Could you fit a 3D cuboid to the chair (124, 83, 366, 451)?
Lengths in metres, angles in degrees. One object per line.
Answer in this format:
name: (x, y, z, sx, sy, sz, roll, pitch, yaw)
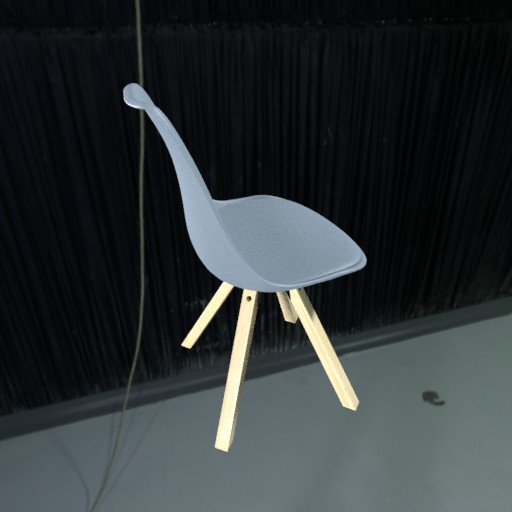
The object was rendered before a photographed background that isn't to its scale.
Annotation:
chair: (0.000, 0.000, 1.162, 0.549, 0.850, 0.485, -11, 32, -17)
